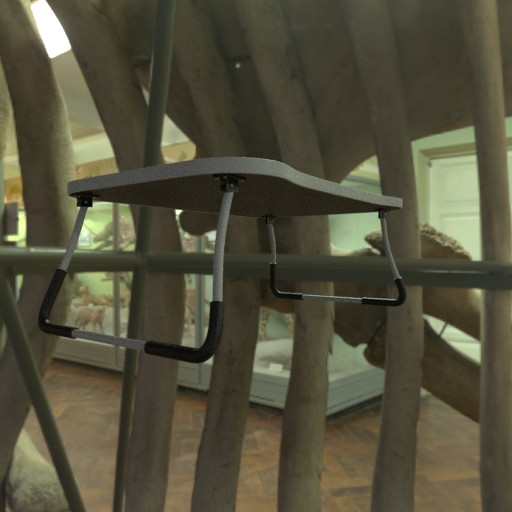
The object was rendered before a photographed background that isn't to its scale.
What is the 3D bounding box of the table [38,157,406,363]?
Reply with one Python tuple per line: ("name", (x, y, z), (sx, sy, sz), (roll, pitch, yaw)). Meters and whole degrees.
("table", (0.000, 0.000, 0.837), (0.400, 0.232, 0.660), (0, 0, 36))
